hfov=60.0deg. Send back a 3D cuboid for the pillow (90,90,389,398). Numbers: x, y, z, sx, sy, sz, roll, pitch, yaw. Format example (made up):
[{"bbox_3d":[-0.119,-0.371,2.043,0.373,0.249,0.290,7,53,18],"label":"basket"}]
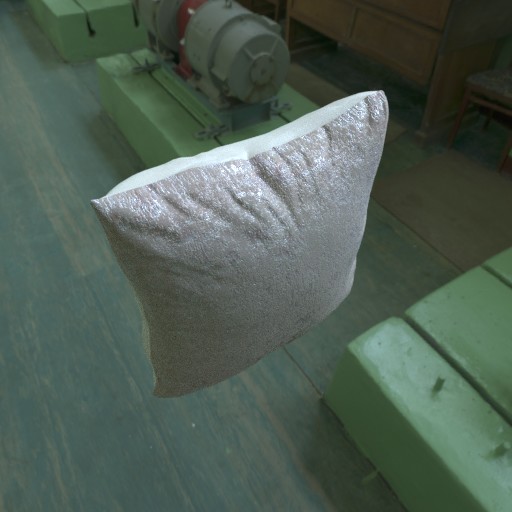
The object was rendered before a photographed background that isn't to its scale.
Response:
[{"bbox_3d":[0.000,0.000,0.718,0.450,0.448,0.245,-25,51,-22],"label":"pillow"}]
